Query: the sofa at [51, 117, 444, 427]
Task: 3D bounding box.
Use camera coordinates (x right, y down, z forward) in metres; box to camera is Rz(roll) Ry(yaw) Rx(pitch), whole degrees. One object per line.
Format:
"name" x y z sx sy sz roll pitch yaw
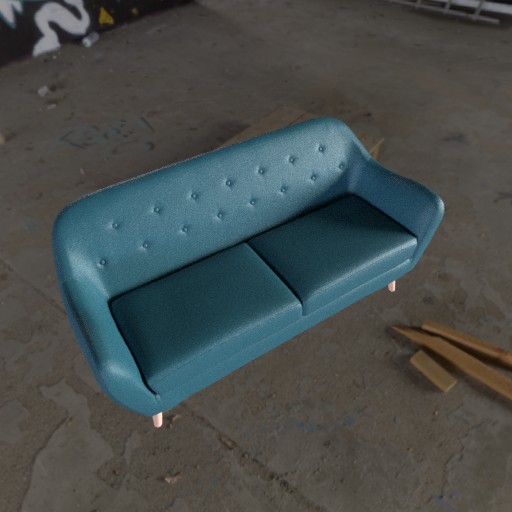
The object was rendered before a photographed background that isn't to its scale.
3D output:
"sofa" 0.000 0.000 2.261 1.840 0.836 0.820 -25 50 -23
